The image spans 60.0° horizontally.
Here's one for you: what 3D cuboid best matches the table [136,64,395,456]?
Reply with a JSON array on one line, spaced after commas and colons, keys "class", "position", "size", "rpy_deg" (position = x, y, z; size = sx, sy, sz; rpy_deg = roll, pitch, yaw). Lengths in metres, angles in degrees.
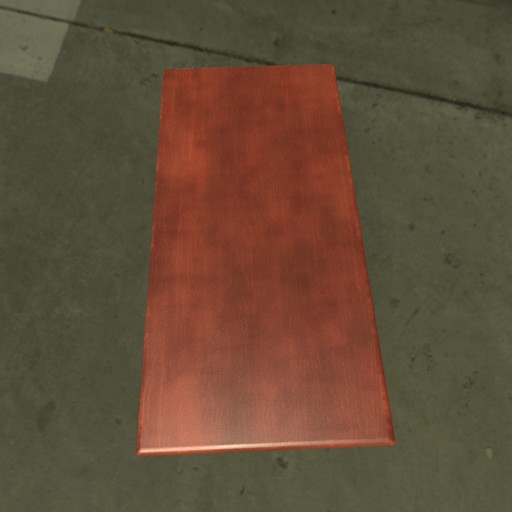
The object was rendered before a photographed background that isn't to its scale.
[{"class": "table", "position": [0.000, 0.000, 1.439], "size": [0.580, 0.485, 1.171], "rpy_deg": [-2, 65, -1]}]
